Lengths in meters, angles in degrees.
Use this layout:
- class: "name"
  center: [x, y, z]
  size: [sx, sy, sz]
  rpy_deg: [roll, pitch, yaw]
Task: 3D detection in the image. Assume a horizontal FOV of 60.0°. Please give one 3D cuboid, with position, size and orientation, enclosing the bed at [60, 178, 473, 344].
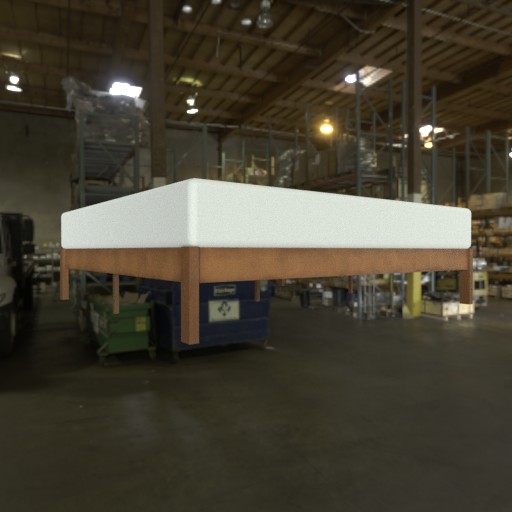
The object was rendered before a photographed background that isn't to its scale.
- class: "bed"
  center: [0.000, 0.000, 3.005]
  size: [2.049, 0.616, 1.930]
  rpy_deg: [-1, 1, -37]
